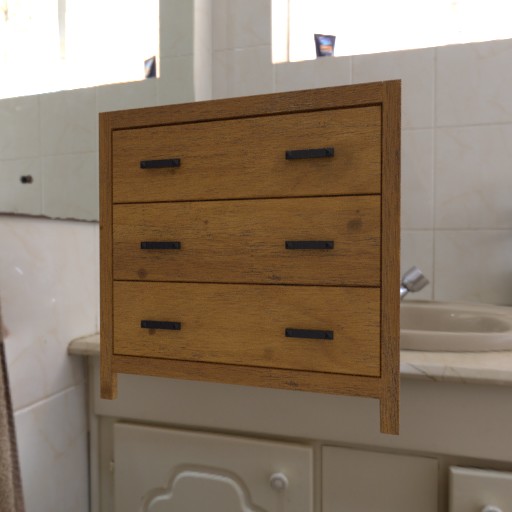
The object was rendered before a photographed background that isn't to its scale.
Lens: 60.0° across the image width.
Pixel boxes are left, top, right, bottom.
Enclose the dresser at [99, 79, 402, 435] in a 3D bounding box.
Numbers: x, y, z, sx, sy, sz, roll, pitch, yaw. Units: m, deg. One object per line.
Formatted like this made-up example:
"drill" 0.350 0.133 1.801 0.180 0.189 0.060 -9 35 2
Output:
"dresser" 0.000 0.000 1.298 0.804 0.804 0.427 0 1 18
